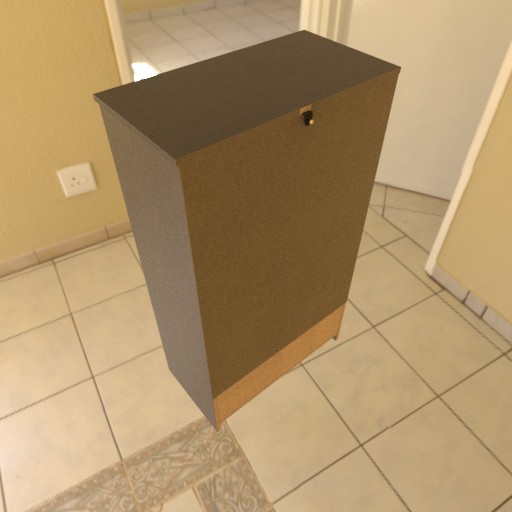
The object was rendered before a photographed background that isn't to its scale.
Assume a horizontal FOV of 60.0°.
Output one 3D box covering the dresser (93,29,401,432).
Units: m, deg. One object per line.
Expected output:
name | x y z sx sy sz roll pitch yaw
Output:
dresser | 0.000 0.000 1.562 0.704 1.254 0.418 -30 52 -27
